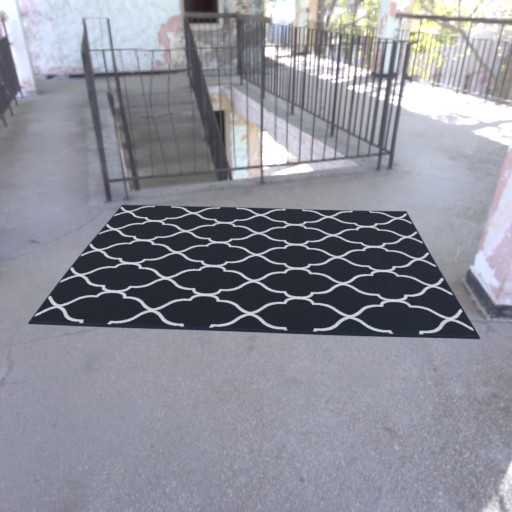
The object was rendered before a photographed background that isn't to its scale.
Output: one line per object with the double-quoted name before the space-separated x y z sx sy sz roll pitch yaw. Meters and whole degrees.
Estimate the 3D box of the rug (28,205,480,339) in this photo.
"rug" 0.000 0.000 2.880 2.290 0.014 1.526 2 30 3
